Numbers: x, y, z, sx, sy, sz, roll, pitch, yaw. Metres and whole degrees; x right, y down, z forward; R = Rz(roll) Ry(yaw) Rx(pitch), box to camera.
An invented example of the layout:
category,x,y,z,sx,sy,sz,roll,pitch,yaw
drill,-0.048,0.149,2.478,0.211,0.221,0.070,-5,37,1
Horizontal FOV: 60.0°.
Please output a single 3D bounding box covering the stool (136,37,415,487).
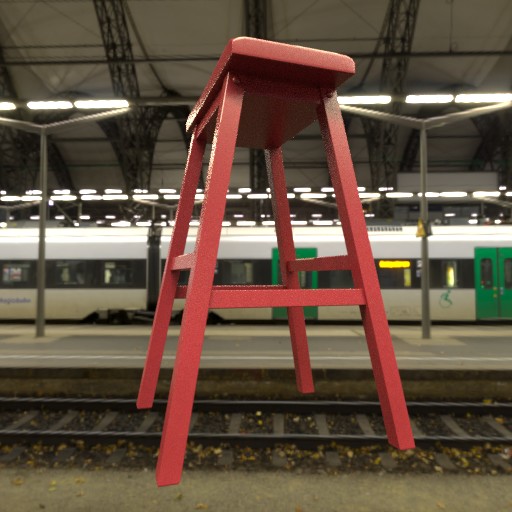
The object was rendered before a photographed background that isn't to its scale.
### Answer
category,x,y,z,sx,sy,sz,roll,pitch,yaw
stool,0.000,0.000,0.988,0.476,0.737,0.457,1,-3,-19
